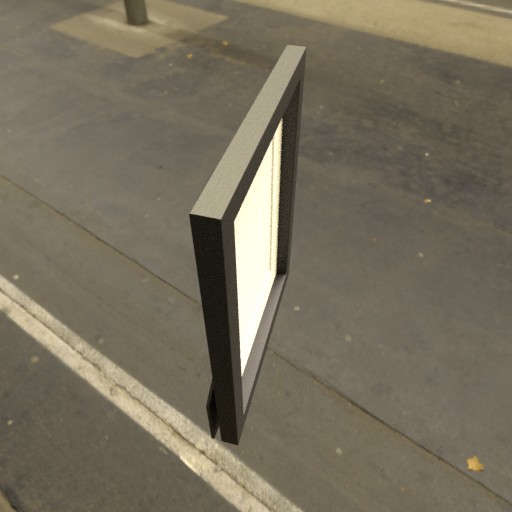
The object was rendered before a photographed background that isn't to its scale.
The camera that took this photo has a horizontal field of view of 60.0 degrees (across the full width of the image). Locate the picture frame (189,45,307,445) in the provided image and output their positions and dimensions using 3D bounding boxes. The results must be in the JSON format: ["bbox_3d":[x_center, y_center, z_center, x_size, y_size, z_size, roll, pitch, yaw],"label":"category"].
[{"bbox_3d":[0.000,0.000,0.537,0.036,0.383,0.307,11,47,11],"label":"picture frame"}]
